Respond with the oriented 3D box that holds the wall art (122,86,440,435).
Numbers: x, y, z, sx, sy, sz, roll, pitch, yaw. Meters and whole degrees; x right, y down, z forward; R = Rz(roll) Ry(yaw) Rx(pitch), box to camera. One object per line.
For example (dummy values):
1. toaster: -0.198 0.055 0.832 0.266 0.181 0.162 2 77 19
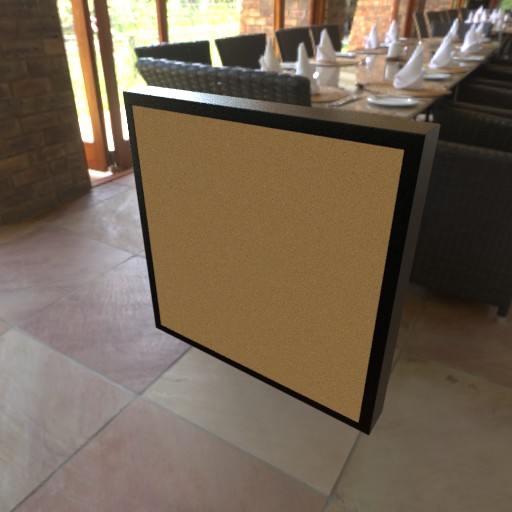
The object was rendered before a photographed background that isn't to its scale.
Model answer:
1. wall art: 0.000 0.000 0.455 0.299 0.299 0.037 19 35 30
